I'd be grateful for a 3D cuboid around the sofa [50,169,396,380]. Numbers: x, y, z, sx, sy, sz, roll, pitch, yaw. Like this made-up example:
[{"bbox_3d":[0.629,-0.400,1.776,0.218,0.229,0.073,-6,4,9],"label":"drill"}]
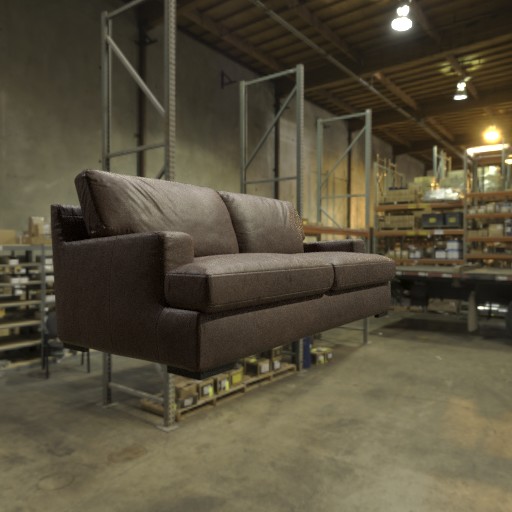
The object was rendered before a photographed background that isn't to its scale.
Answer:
[{"bbox_3d":[0.000,0.000,2.904,1.143,0.941,2.261,1,1,36],"label":"sofa"}]
